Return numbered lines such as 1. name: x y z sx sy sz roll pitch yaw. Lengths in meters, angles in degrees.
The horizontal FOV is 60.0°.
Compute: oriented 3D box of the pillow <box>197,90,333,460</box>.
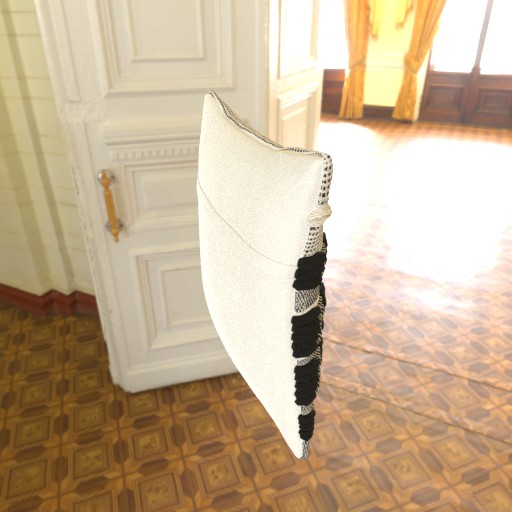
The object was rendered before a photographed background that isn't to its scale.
1. pillow: 0.000 0.000 0.699 0.156 0.438 0.436 -10 30 -18
